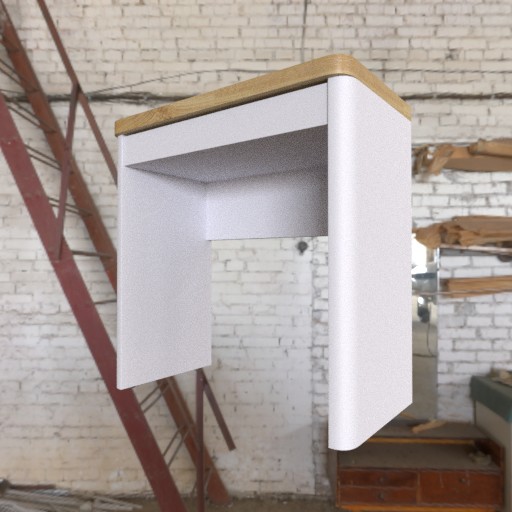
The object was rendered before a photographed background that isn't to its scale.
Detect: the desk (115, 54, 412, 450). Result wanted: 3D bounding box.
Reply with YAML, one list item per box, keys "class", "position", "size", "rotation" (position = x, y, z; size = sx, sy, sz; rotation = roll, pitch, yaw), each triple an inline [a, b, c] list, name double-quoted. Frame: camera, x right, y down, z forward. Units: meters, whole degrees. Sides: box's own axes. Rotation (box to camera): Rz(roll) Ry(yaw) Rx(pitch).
- class: "desk"
  position: [0.000, 0.000, 1.257]
  size: [0.760, 0.790, 0.440]
  rotation: [0, -1, 37]
